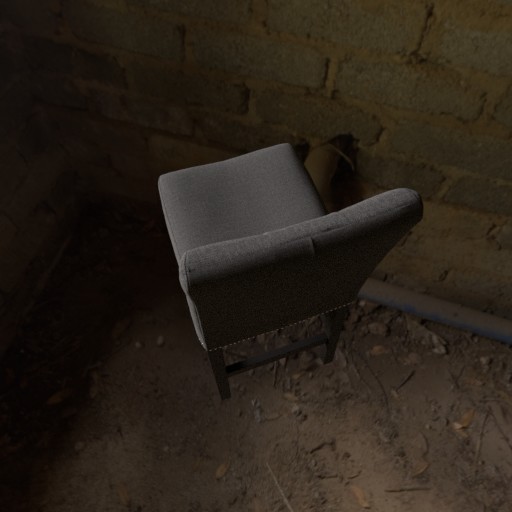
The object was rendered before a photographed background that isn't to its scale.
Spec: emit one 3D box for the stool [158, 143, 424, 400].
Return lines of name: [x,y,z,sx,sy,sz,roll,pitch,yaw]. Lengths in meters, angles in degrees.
stool: [0.000,0.000,1.195,0.427,0.885,0.571,-17,59,-10]
